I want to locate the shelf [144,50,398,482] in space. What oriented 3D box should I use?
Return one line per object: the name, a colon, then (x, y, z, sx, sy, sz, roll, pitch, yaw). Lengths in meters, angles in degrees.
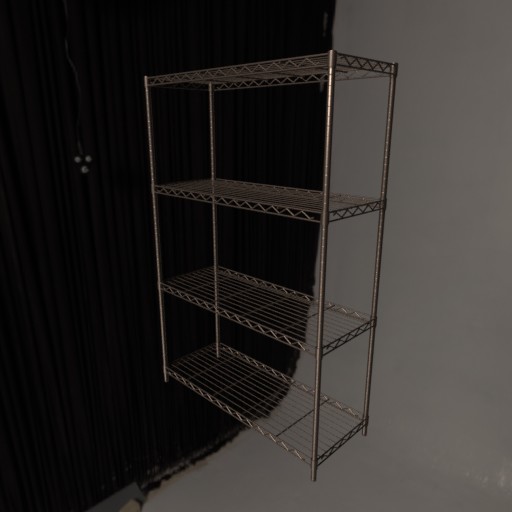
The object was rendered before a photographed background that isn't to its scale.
shelf: (0.000, 0.000, 1.750, 0.907, 1.361, 0.352, 16, 22, 42)
